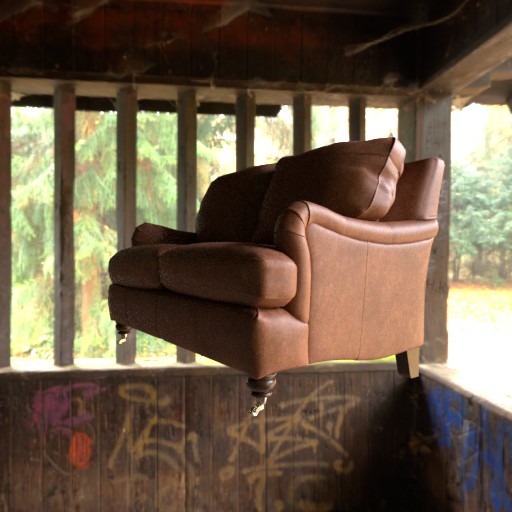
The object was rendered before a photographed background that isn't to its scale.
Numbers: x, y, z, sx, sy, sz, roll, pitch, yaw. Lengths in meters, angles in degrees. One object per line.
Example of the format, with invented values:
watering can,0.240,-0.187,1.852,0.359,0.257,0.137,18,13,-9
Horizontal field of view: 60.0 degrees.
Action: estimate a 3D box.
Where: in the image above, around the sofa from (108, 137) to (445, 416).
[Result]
sofa,0.000,0.000,2.227,1.077,1.004,1.527,0,1,-35
